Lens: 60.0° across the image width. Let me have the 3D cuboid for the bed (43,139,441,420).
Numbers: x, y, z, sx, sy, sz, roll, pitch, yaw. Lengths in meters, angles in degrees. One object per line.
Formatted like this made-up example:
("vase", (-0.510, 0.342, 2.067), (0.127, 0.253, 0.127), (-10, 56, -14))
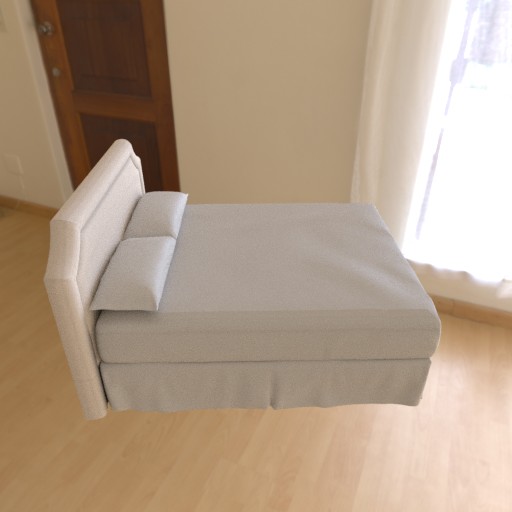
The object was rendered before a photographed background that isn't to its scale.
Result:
("bed", (0.000, 0.000, 3.187), (2.164, 1.297, 1.828), (-1, 32, -1))
